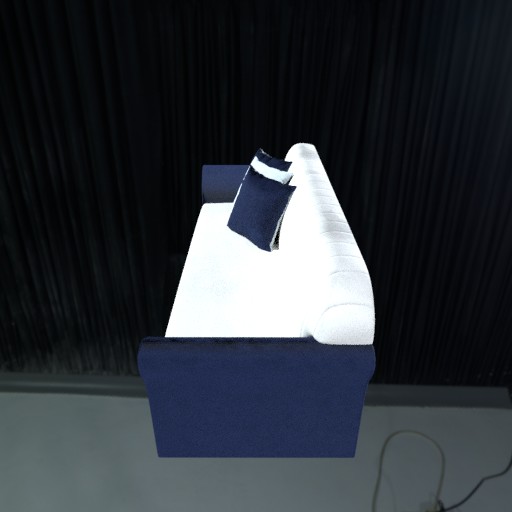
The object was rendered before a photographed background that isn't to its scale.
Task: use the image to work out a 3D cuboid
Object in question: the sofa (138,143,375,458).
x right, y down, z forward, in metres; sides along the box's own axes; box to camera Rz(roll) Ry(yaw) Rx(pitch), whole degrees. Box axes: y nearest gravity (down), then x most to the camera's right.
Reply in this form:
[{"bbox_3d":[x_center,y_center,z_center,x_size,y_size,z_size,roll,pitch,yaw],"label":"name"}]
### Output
[{"bbox_3d":[0.000,0.000,2.338,0.749,0.789,2.006,0,29,0],"label":"sofa"}]
